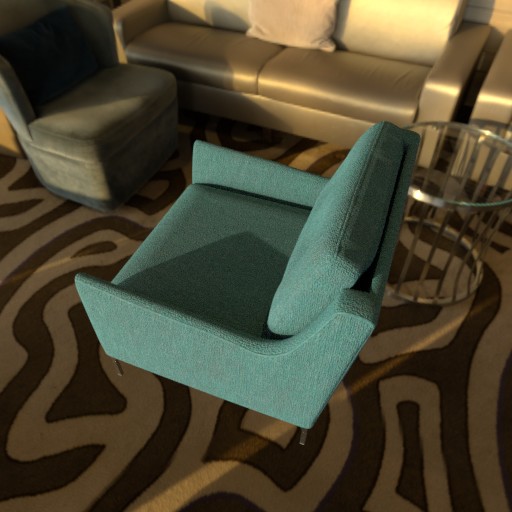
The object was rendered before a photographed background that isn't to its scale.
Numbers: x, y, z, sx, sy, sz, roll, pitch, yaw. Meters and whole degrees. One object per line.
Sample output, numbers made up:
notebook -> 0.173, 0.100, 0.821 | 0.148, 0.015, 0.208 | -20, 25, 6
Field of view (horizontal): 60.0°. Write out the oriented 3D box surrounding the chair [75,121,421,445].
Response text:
chair -> 0.000, 0.000, 1.532 | 0.849, 0.828, 0.847 | 15, 48, 14
